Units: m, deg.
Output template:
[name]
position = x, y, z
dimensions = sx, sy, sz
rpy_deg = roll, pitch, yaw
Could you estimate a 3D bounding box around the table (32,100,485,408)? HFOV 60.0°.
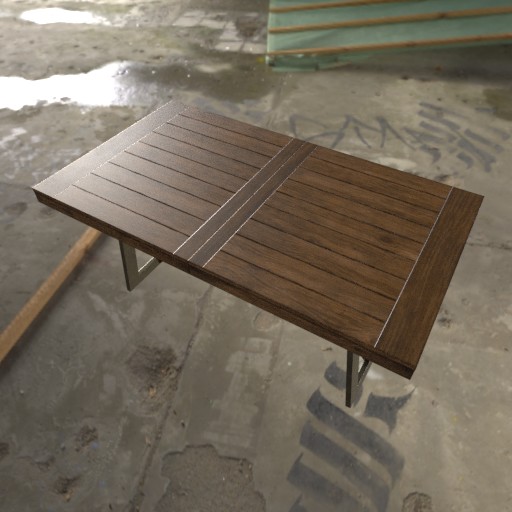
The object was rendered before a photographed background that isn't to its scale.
[table]
position = 0.000, 0.000, 2.117
dimensions = 1.641, 0.757, 0.931
rpy_deg = 23, 50, 21
